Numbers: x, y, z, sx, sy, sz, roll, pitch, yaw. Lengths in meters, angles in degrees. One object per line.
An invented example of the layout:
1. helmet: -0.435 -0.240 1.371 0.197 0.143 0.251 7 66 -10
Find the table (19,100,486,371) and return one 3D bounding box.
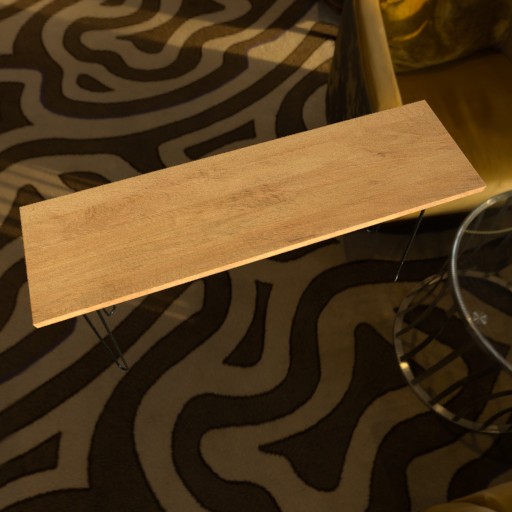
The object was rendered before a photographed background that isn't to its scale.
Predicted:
1. table: 0.000 0.000 1.730 1.400 0.799 0.399 -17 64 -9
